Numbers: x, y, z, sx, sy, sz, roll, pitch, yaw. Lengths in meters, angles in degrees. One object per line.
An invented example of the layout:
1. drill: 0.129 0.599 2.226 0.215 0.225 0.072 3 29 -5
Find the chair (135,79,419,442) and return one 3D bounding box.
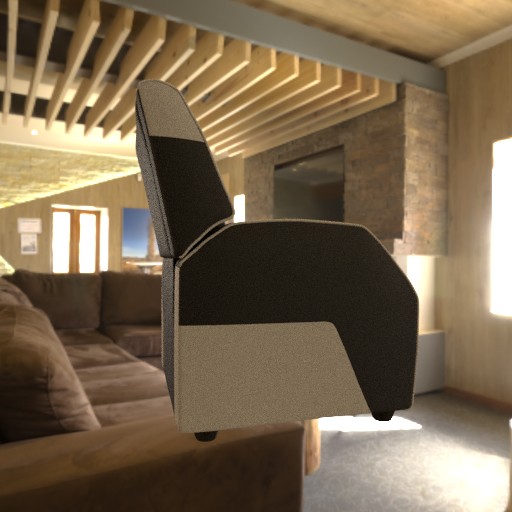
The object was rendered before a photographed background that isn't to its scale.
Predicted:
1. chair: 0.000 0.000 1.279 0.672 0.805 0.620 0 0 -15
